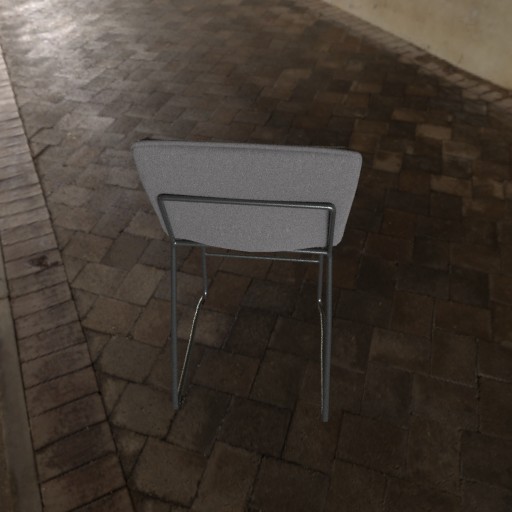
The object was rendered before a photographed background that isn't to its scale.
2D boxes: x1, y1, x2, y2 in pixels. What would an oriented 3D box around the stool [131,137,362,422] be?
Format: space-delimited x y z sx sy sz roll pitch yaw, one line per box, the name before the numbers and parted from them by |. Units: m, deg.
stool | 0.000 0.000 1.214 0.490 0.960 0.490 4 45 4
